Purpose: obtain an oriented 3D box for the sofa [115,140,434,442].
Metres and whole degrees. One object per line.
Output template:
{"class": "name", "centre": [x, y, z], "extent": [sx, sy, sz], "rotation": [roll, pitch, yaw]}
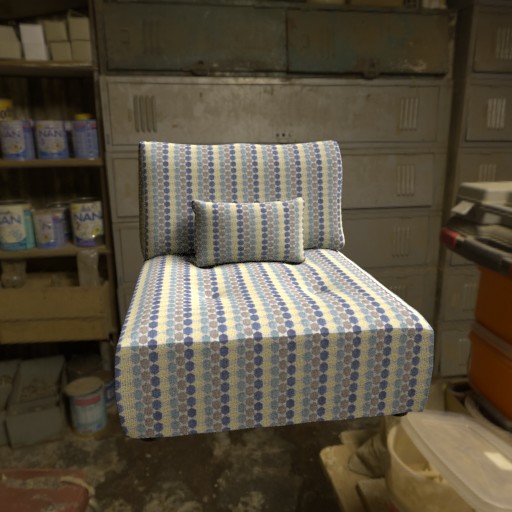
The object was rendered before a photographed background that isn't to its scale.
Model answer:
{"class": "sofa", "centre": [0.000, 0.000, 1.682], "extent": [0.930, 0.830, 1.000], "rotation": [-2, 16, -8]}
